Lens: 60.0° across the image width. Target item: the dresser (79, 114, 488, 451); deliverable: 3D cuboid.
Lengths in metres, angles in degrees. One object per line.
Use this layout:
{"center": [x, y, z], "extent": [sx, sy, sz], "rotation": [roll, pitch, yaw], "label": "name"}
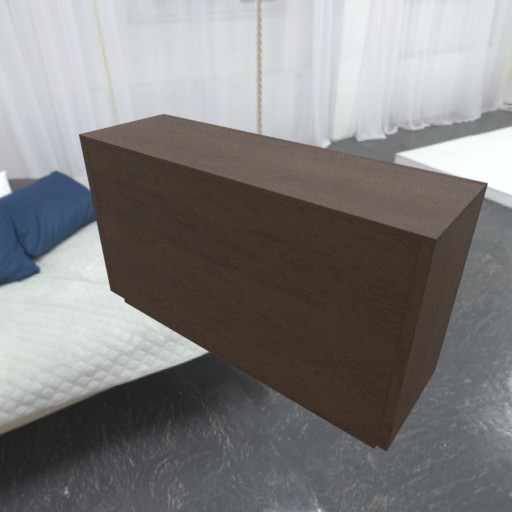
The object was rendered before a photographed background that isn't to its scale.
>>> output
{"center": [0.000, 0.000, 1.885], "extent": [1.523, 0.889, 0.512], "rotation": [22, 37, 32], "label": "dresser"}
